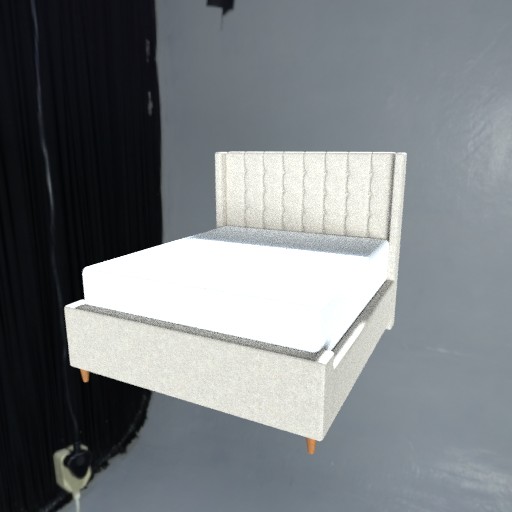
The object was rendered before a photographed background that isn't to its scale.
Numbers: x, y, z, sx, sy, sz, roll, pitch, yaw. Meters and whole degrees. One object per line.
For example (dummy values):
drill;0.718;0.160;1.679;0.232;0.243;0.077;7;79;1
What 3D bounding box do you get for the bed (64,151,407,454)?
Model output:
bed;0.000;0.000;3.840;2.045;1.743;2.370;7;15;26
